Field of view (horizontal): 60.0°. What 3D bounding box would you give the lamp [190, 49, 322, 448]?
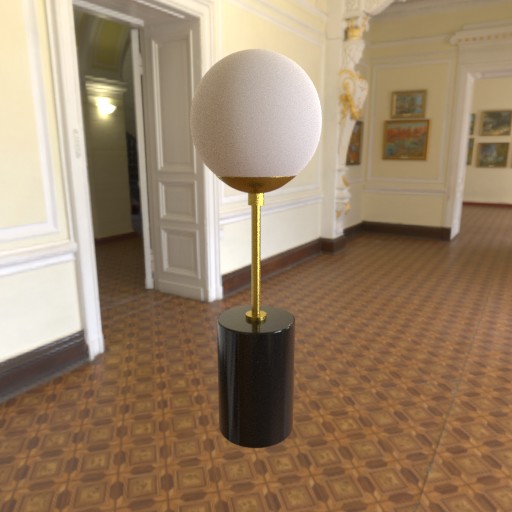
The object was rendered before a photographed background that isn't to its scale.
[{"bbox_3d":[0.000,0.000,0.559,0.153,0.480,0.153,0,13,0],"label":"lamp"}]
